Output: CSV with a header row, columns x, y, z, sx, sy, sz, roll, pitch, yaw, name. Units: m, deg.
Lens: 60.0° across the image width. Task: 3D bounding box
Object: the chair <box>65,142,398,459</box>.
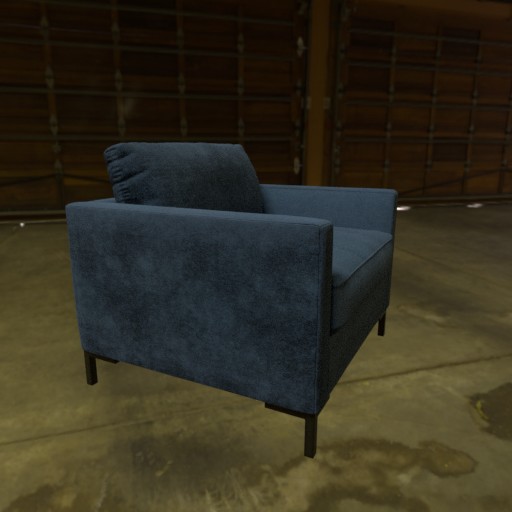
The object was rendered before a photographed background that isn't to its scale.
x,y,z,sx,sy,sz,roll,pitch,yaw,name
0.000,0.000,1.633,0.875,0.812,0.964,7,15,27,chair
